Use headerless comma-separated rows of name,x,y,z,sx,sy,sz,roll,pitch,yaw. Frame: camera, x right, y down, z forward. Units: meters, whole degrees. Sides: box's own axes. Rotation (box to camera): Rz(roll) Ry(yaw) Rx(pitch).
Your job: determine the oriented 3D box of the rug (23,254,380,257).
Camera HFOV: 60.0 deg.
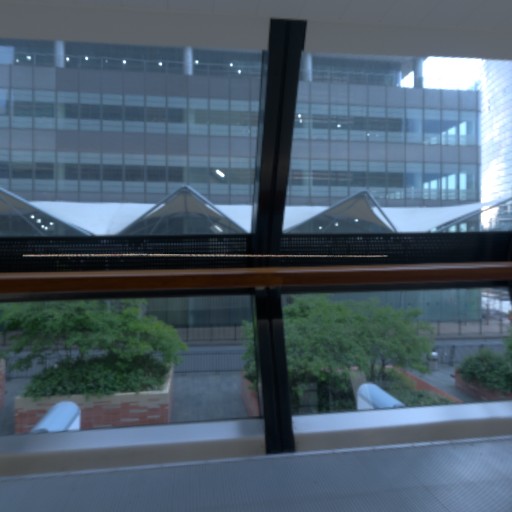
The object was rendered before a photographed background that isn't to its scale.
rug,0.000,0.000,2.712,0.771,0.009,2.443,0,0,36
